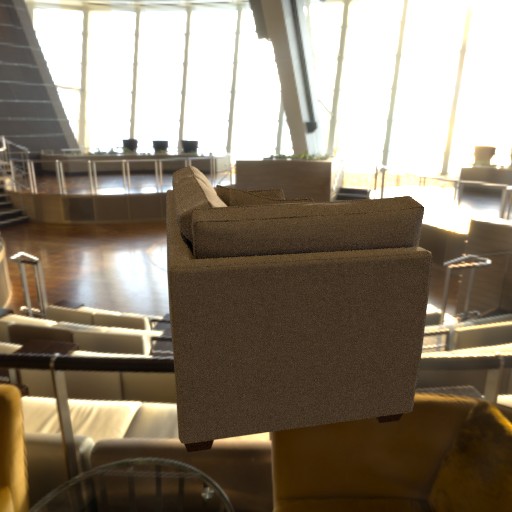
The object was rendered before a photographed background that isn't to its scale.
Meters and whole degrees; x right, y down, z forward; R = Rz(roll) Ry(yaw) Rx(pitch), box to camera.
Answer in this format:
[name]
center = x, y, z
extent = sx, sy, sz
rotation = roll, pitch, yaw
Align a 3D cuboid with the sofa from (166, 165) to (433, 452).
[sofa]
center = 0.000, 0.000, 2.822
extent = 1.110, 1.019, 2.238
rotation = -3, 17, -11
